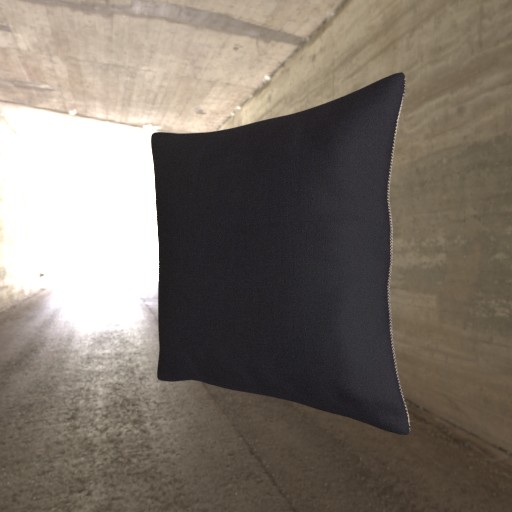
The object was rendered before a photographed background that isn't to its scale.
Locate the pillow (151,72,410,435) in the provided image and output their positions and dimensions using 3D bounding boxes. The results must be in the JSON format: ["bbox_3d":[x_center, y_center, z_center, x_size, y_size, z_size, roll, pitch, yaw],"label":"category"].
[{"bbox_3d":[0.000,0.000,0.767,0.520,0.508,0.166,0,0,36],"label":"pillow"}]
